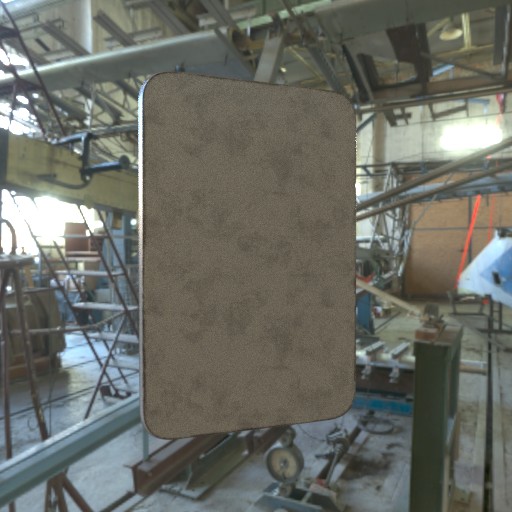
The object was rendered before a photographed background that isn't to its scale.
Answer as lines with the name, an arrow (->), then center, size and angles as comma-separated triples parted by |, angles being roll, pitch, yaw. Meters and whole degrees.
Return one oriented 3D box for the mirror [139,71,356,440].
mirror -> 0.000, 0.000, 0.902 | 0.461, 0.713, 0.024 | 0, 1, -18
